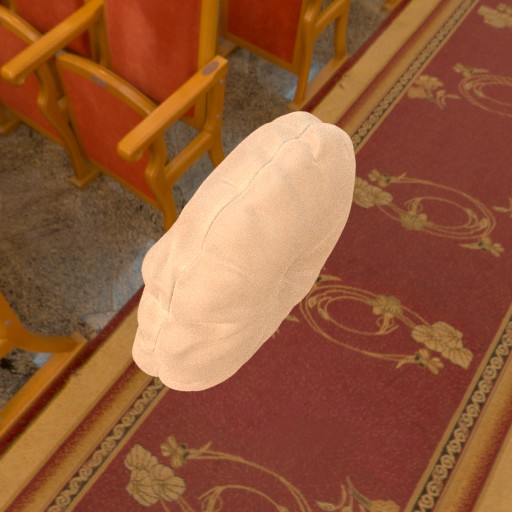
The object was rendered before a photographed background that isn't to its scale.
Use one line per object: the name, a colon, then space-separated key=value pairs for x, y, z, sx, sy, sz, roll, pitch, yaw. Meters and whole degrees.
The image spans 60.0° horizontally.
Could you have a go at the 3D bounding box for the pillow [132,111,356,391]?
pillow: x=0.000 y=0.000 z=0.631 sx=0.148 sy=0.407 sz=0.428 roll=34 pitch=67 yaw=16
